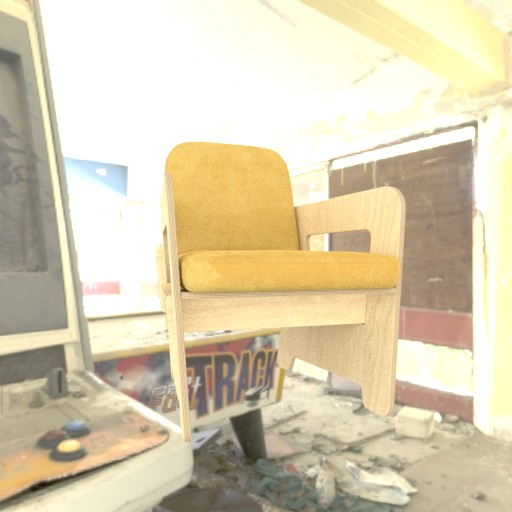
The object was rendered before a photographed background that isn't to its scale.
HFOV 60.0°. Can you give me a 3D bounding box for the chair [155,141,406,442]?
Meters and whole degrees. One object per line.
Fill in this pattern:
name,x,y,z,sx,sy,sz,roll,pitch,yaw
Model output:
chair,0.000,0.000,1.284,0.590,0.800,0.710,0,-1,-19
